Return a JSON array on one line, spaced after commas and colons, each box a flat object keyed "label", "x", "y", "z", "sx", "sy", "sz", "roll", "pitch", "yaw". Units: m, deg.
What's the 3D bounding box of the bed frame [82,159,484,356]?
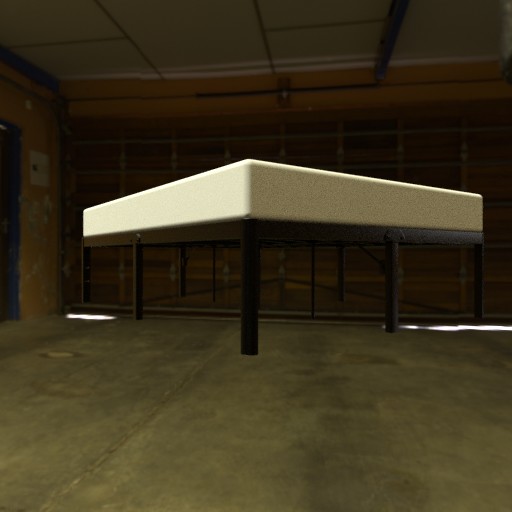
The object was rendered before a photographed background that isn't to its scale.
[{"label": "bed frame", "x": 0.000, "y": 0.000, "z": 2.741, "sx": 1.557, "sy": 0.659, "sz": 2.072, "roll": 0, "pitch": 0, "yaw": -36}]
